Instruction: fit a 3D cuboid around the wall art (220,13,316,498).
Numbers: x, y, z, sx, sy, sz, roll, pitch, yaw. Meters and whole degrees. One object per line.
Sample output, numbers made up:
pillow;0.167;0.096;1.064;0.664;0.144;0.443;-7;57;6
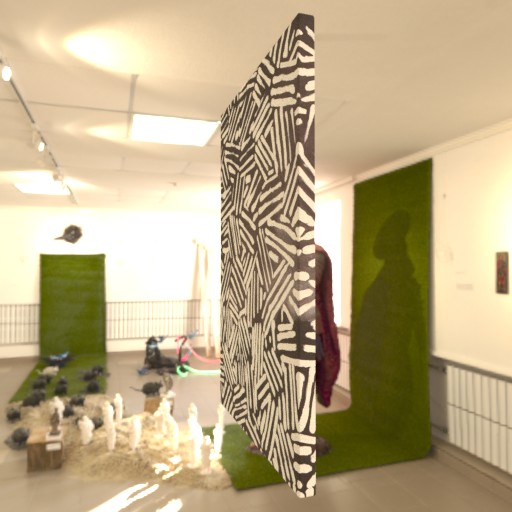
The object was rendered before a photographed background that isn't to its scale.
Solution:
wall art;0.000;0.000;1.132;0.035;0.918;0.615;0;-1;-18
